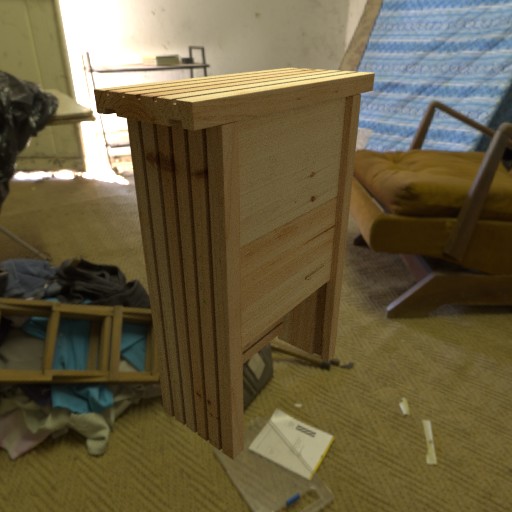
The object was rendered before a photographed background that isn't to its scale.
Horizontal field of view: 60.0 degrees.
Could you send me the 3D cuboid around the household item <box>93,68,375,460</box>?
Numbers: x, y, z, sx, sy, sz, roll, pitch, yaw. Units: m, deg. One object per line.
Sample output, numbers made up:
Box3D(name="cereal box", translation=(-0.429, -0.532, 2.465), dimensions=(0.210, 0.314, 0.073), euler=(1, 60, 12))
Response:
Box3D(name="household item", translation=(0.000, 0.000, 0.548), dimensions=(0.123, 0.407, 0.301), euler=(20, 33, 34))
